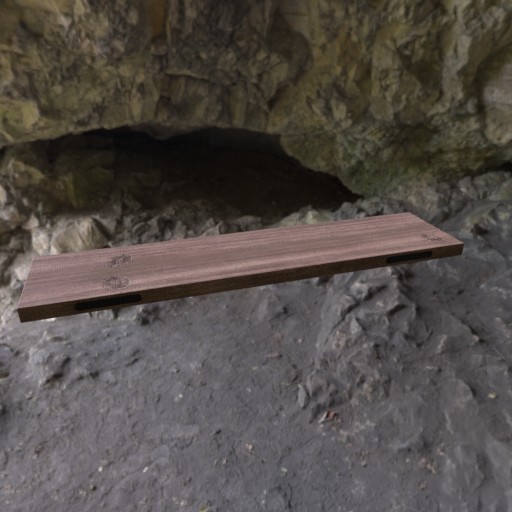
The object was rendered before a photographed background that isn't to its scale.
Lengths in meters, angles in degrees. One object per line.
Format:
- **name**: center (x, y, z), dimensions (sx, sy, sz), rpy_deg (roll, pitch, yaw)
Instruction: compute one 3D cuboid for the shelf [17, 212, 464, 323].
- **shelf**: center (0.000, 0.000, 0.646), dimensions (0.610, 0.020, 0.140), rpy_deg (-8, 27, -15)
